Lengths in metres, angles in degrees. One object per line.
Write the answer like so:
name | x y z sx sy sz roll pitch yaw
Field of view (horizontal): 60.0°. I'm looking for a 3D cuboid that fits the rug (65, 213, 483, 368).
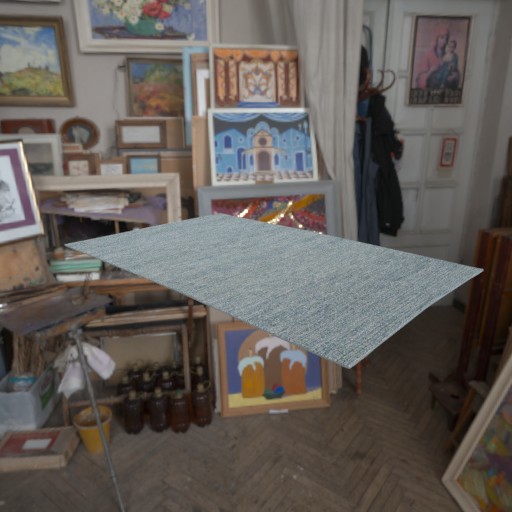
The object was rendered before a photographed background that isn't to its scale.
rug | 0.000 0.000 2.276 1.853 0.022 1.174 16 23 41
